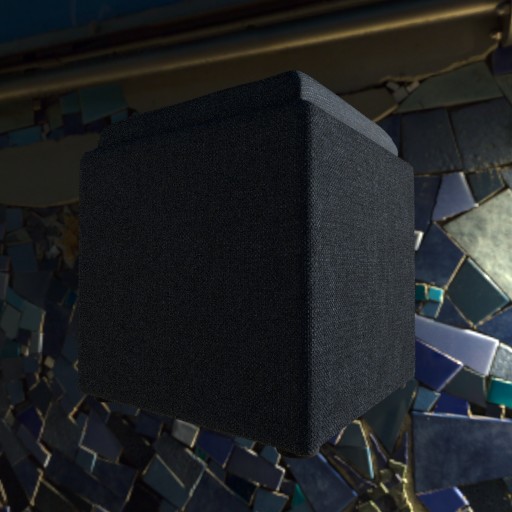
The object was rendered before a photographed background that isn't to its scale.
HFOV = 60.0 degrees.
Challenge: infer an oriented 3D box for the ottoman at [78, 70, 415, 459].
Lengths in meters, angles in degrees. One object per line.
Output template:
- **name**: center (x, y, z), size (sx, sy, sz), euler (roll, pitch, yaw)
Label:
- **ottoman**: center (0.000, 0.000, 0.812), size (0.454, 0.493, 0.436), euler (-1, -1, 35)
